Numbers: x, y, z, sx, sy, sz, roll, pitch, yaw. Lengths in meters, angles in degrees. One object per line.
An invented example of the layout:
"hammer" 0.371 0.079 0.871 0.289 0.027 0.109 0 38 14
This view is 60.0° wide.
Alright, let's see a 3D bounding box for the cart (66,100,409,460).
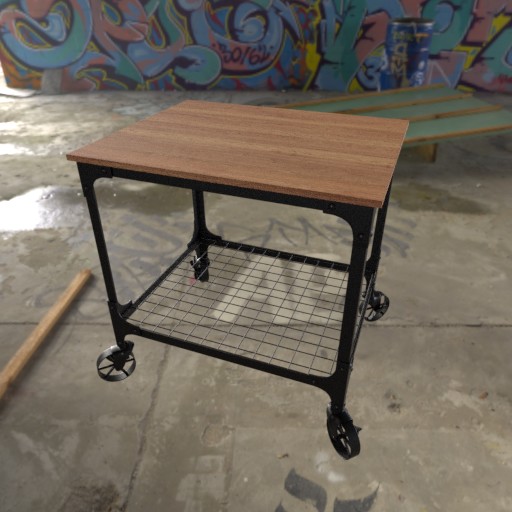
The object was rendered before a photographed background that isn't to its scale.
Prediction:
"cart" 0.000 0.000 1.100 0.666 0.603 0.558 11 34 18
